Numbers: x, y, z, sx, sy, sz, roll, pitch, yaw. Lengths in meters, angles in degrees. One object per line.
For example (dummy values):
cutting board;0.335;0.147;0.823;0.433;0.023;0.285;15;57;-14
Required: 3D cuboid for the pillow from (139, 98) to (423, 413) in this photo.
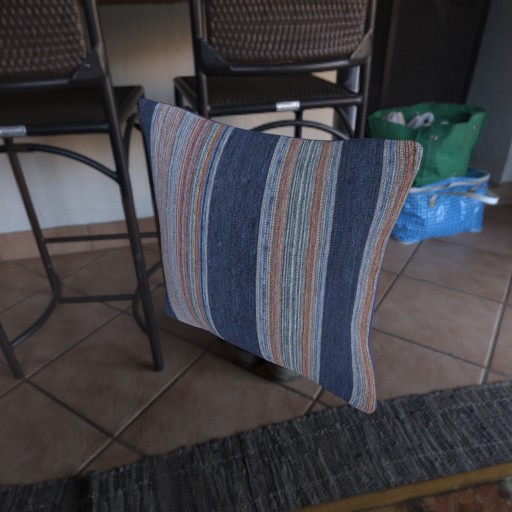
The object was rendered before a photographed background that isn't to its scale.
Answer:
pillow;0.000;0.000;0.674;0.437;0.419;0.136;19;36;29
